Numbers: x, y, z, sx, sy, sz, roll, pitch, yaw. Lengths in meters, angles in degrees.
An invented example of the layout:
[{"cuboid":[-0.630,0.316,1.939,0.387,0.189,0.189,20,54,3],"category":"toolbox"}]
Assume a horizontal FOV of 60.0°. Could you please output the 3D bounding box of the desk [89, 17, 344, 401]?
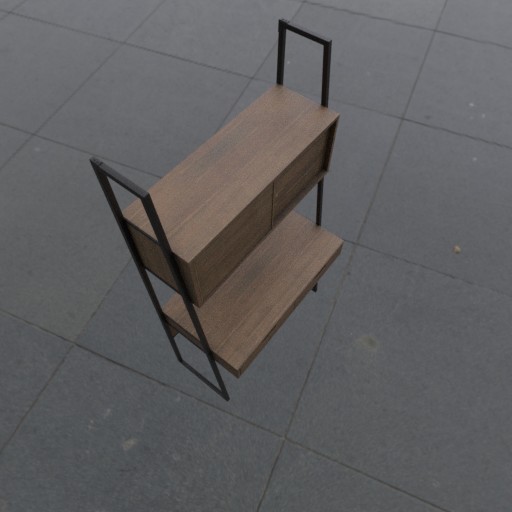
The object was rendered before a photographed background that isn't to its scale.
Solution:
[{"cuboid":[0.000,0.000,2.218,0.515,1.809,0.982,34,64,19],"category":"desk"}]
